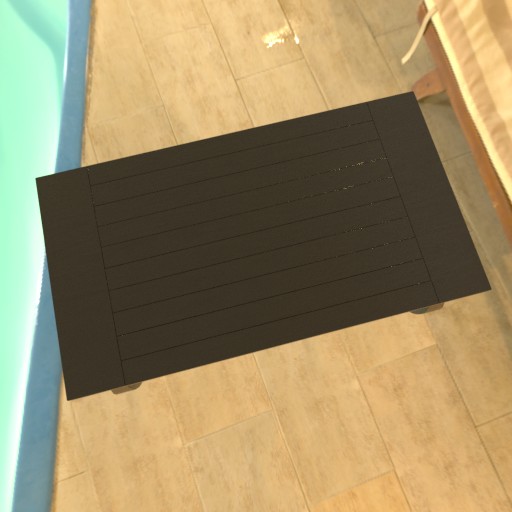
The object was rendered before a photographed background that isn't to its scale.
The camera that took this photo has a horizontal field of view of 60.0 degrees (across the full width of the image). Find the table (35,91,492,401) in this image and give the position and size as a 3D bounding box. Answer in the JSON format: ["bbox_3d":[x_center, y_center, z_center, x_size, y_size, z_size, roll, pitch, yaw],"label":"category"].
[{"bbox_3d":[0.000,0.000,1.379,1.062,0.494,0.600,-14,76,-4],"label":"table"}]
